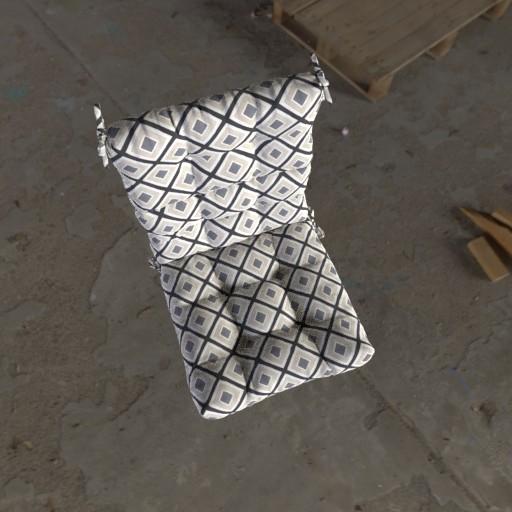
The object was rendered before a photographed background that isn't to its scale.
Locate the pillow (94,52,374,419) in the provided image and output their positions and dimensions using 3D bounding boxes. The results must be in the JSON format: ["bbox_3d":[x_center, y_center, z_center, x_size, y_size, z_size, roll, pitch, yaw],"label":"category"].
[{"bbox_3d":[0.000,0.000,1.036,0.519,0.605,0.571,-18,66,-8],"label":"pillow"}]
